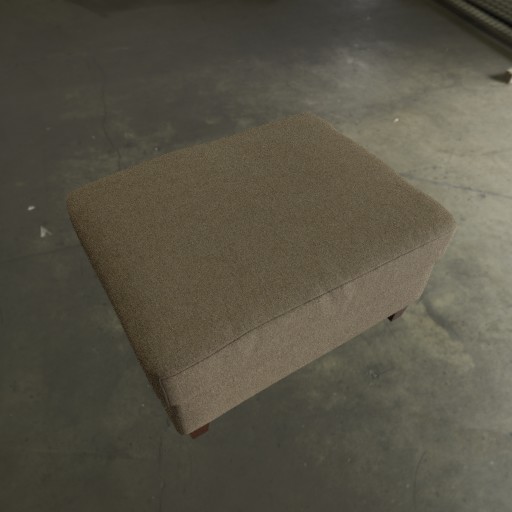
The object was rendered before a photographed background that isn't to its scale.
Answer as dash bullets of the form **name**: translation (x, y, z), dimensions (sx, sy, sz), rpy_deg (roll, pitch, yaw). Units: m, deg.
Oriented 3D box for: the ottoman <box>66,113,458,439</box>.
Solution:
- **ottoman**: translation (0.000, 0.000, 1.351), dimensions (0.889, 0.511, 0.692), rpy_deg (-25, 52, -21)
